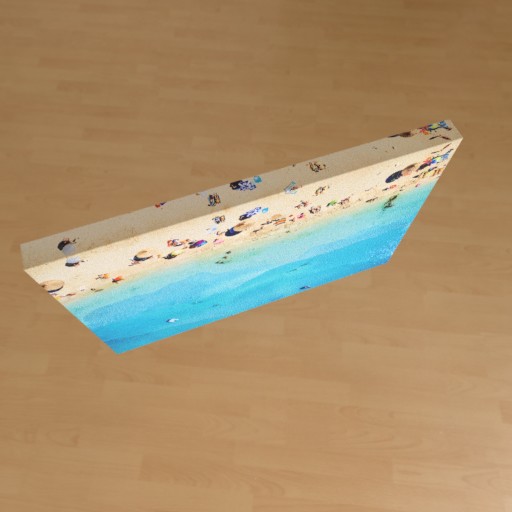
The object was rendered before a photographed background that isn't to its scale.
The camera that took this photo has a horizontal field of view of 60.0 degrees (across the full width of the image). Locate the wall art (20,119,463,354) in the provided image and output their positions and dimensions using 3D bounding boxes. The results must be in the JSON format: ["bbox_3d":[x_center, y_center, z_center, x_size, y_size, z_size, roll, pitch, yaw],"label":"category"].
[{"bbox_3d":[0.000,0.000,1.128,0.894,0.595,0.057,-18,65,-9],"label":"wall art"}]
